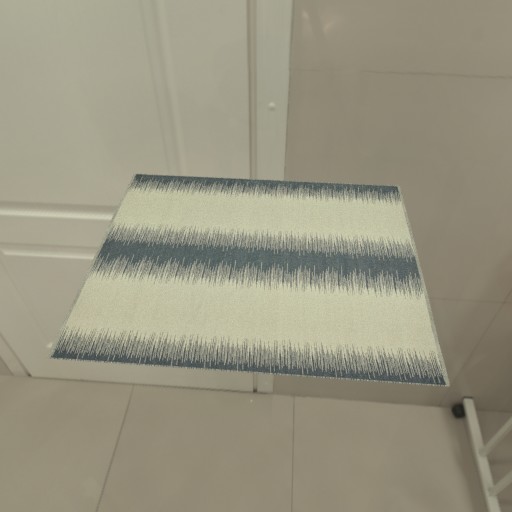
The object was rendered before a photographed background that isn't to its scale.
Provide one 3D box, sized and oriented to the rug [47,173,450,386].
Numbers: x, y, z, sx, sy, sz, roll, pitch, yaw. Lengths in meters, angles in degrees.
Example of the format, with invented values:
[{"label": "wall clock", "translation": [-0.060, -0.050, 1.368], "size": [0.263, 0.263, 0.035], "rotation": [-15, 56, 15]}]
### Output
[{"label": "rug", "translation": [0.000, 0.000, 4.164], "size": [3.037, 0.004, 2.453], "rotation": [3, 45, 3]}]
